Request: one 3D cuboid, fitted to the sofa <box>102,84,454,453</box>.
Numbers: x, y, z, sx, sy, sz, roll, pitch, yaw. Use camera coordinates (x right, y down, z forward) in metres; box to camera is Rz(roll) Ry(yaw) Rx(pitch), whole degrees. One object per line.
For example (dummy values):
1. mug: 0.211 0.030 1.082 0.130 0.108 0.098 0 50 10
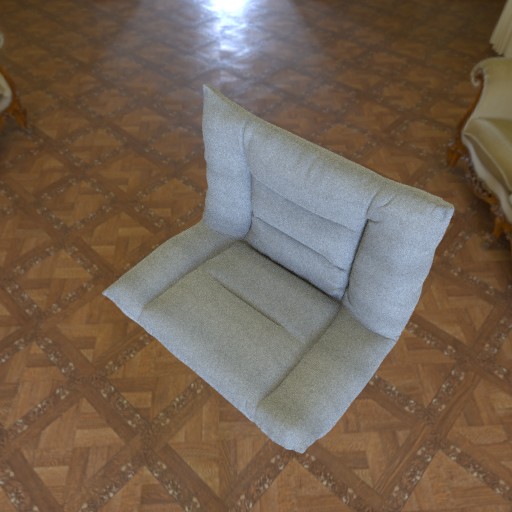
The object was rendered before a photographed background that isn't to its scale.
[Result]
1. sofa: 0.000 0.000 1.736 1.144 0.795 0.847 32 55 26
